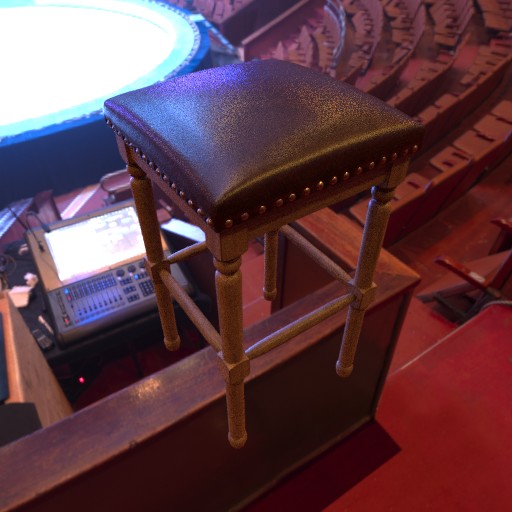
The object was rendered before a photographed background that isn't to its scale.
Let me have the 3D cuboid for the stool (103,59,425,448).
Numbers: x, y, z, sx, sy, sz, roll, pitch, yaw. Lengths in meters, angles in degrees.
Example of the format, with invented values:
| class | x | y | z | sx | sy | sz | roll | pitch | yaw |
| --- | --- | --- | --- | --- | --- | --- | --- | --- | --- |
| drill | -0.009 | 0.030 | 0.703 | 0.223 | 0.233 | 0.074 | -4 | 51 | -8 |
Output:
| class | x | y | z | sx | sy | sz | roll | pitch | yaw |
| --- | --- | --- | --- | --- | --- | --- | --- | --- | --- |
| stool | 0.000 | 0.000 | 0.911 | 0.382 | 0.702 | 0.383 | -24 | 47 | -25 |
